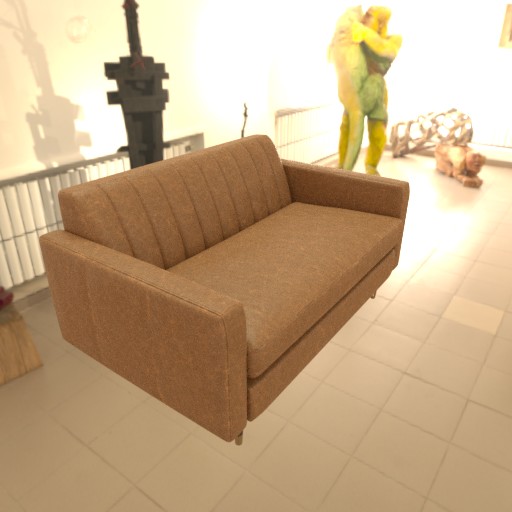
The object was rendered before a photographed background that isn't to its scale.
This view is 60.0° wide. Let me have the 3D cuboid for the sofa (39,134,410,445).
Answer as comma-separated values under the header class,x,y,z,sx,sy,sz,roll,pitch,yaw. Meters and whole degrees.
class,x,y,z,sx,sy,sz,roll,pitch,yaw
sofa,0.000,0.000,2.085,0.960,0.820,1.549,18,32,32
